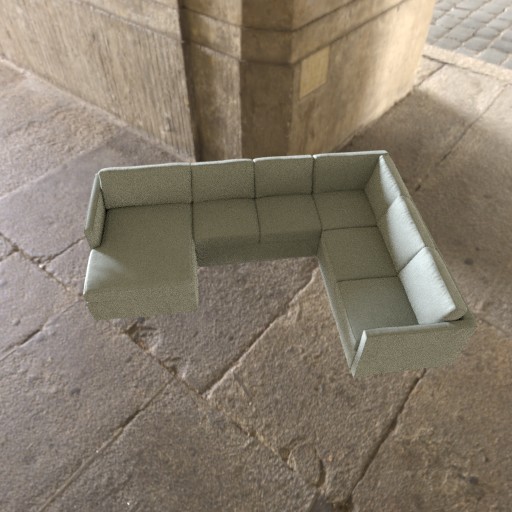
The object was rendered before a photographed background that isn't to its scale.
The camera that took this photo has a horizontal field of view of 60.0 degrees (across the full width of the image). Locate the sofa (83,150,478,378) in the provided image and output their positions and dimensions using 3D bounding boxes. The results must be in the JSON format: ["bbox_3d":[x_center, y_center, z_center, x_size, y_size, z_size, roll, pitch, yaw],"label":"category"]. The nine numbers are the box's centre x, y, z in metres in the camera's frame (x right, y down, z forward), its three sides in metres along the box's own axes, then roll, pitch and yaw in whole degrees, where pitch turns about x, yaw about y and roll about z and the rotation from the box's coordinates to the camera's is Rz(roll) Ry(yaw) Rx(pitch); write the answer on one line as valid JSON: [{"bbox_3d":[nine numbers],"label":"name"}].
[{"bbox_3d":[0.000,0.000,4.508,3.434,0.869,2.440,-5,49,-4],"label":"sofa"}]
